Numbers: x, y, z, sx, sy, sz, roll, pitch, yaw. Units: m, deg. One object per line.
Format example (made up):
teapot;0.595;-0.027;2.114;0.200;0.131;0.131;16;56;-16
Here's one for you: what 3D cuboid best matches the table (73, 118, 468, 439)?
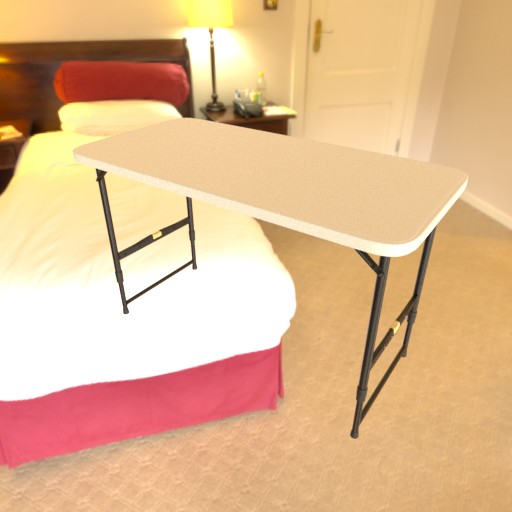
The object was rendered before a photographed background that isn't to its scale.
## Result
table;0.000;0.000;1.641;1.219;0.737;0.610;20;36;30
